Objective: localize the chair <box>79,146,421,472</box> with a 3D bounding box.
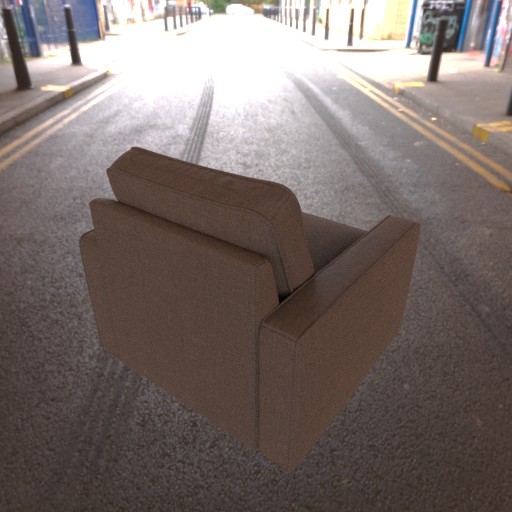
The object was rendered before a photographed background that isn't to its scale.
[{"bbox_3d":[0.000,0.000,1.777,1.017,0.919,0.940,21,36,32],"label":"chair"}]
